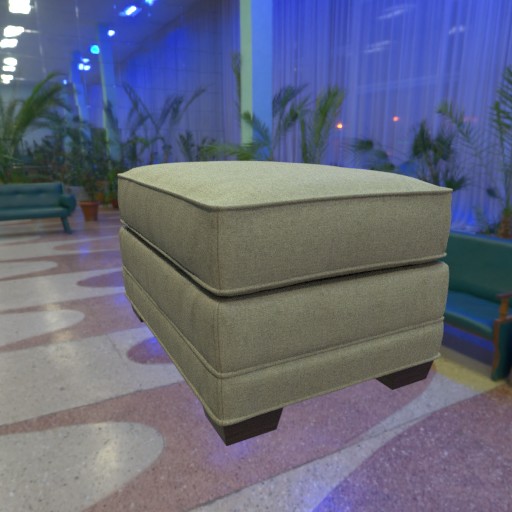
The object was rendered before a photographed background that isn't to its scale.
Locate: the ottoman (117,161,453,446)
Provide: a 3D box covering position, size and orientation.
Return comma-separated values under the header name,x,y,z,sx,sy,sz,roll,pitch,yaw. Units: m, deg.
name,x,y,z,sx,sy,sz,roll,pitch,yaw
ottoman,0.000,0.000,1.240,0.611,0.508,0.848,-8,16,-27
